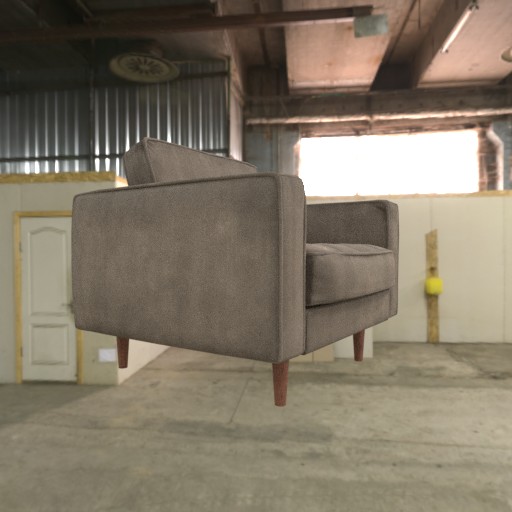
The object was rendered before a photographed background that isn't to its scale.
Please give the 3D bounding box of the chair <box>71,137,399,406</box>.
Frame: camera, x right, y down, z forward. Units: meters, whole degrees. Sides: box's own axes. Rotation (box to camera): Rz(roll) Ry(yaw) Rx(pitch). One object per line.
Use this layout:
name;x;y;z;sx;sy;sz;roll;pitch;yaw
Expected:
chair;0.000;0.000;1.550;0.843;0.773;0.928;1;1;34
